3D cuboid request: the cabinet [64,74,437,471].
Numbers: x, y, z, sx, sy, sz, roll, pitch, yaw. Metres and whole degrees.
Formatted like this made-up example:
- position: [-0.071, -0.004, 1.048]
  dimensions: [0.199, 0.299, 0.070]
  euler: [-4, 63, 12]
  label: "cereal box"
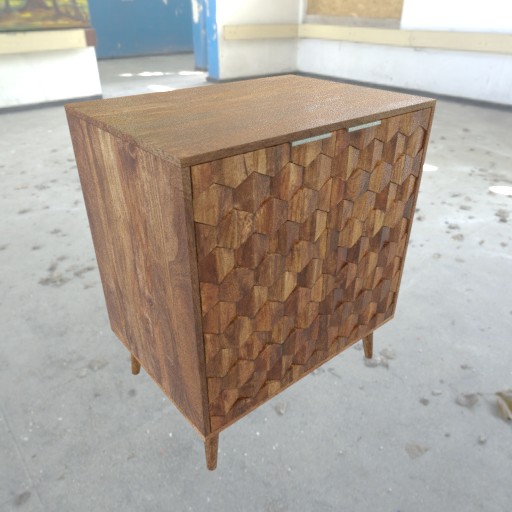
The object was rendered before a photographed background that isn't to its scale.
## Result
- position: [0.000, 0.000, 1.133]
  dimensions: [0.647, 0.758, 0.473]
  euler: [-23, 37, -33]
  label: "cabinet"
